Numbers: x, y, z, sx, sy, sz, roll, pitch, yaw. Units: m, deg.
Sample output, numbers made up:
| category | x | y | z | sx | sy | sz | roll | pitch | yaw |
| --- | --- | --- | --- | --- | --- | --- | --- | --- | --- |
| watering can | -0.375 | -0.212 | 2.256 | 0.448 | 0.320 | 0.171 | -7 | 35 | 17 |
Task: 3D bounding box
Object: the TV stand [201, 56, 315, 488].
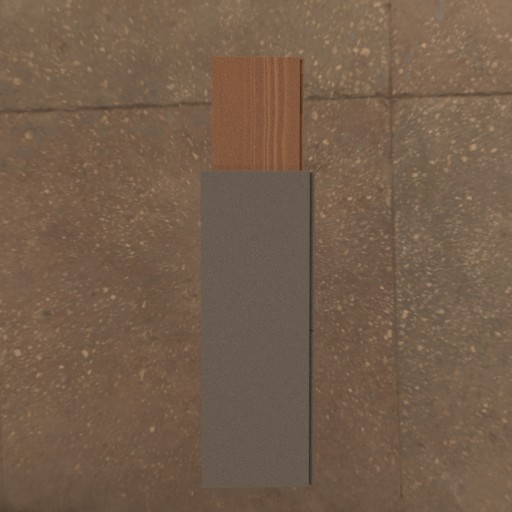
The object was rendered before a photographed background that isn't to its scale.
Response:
| category | x | y | z | sx | sy | sz | roll | pitch | yaw |
| --- | --- | --- | --- | --- | --- | --- | --- | --- | --- |
| TV stand | 0.000 | 0.000 | 1.568 | 0.329 | 0.591 | 1.336 | 0 | 92 | -1 |
